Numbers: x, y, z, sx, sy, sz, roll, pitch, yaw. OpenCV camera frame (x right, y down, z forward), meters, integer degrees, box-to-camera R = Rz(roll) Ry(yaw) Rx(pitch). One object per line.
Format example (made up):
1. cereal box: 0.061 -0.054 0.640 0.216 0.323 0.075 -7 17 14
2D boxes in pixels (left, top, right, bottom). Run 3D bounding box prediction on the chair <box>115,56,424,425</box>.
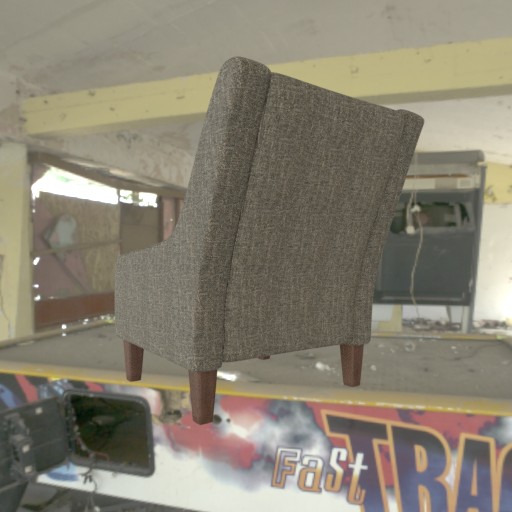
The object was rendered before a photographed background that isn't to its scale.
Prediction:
1. chair: 0.000 0.000 1.688 0.793 1.012 0.944 0 -1 -36
